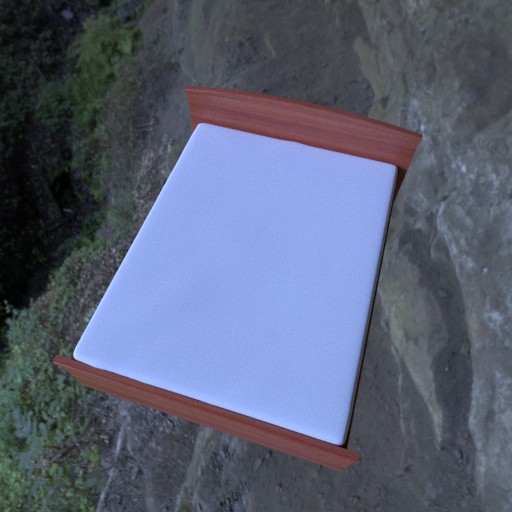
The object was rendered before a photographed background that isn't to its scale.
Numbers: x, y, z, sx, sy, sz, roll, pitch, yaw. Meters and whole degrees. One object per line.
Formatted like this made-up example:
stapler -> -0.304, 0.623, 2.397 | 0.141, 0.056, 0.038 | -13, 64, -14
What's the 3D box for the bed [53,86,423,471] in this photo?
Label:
bed -> 0.000, 0.000, 2.867 | 1.683, 0.848, 2.053 | 15, 59, 9
